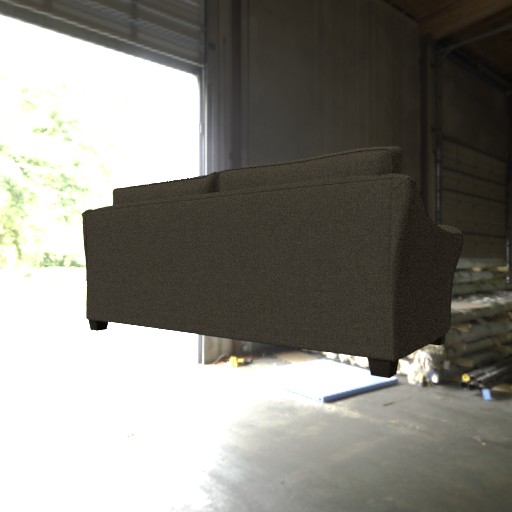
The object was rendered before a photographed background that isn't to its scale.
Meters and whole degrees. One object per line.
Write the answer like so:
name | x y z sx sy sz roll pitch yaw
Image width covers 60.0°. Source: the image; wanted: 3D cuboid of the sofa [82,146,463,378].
sofa | 0.000 0.000 2.719 2.203 0.976 1.013 0 -1 37
